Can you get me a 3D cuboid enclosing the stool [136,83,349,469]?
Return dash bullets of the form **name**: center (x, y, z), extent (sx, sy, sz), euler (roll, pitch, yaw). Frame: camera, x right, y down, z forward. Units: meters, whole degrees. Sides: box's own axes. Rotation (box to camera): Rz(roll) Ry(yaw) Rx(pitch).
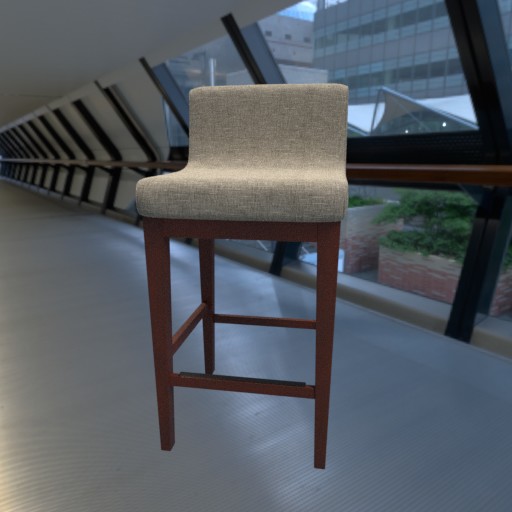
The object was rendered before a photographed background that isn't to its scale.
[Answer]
- **stool**: center (0.000, 0.000, 1.082), extent (0.417, 0.835, 0.459), euler (2, 14, 10)
